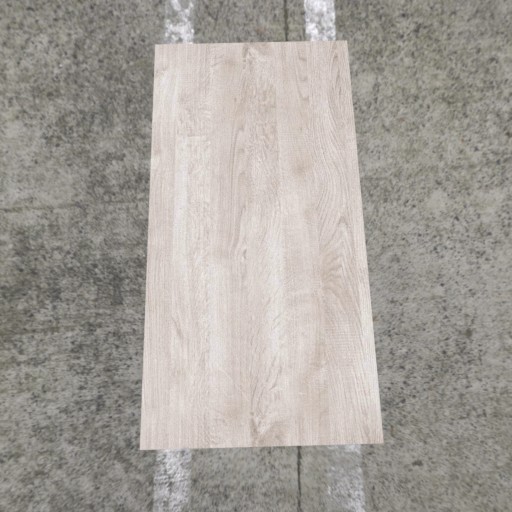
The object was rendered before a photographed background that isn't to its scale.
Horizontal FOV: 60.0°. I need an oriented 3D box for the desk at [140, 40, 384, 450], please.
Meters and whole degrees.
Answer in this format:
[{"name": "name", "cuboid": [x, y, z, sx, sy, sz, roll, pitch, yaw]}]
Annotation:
[{"name": "desk", "cuboid": [0.000, 0.000, 1.510, 0.560, 0.735, 1.097, -1, 75, 0]}]
